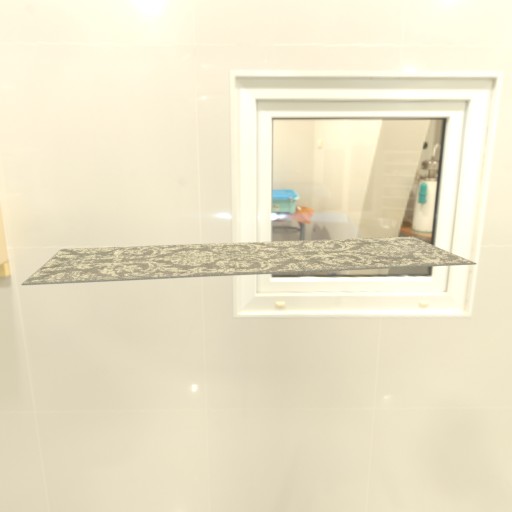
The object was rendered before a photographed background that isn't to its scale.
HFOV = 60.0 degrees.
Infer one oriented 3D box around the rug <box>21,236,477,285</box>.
[{"bbox_3d":[0.000,0.000,2.430,2.196,0.011,0.662,-2,15,-9],"label":"rug"}]
